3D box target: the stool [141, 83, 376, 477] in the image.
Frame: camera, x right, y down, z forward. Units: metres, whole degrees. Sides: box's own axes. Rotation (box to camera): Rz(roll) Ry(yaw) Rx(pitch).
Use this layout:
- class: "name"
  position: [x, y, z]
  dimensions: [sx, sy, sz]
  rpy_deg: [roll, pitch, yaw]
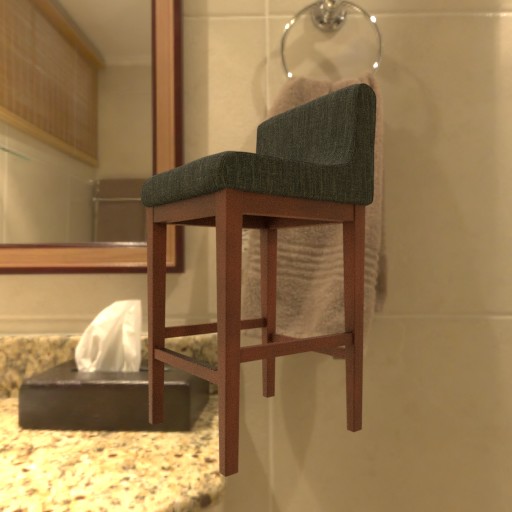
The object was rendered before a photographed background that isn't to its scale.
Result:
- class: "stool"
  position: [0.000, 0.000, 1.098]
  dimensions: [0.459, 0.835, 0.395]
  rpy_deg: [0, -1, -37]
